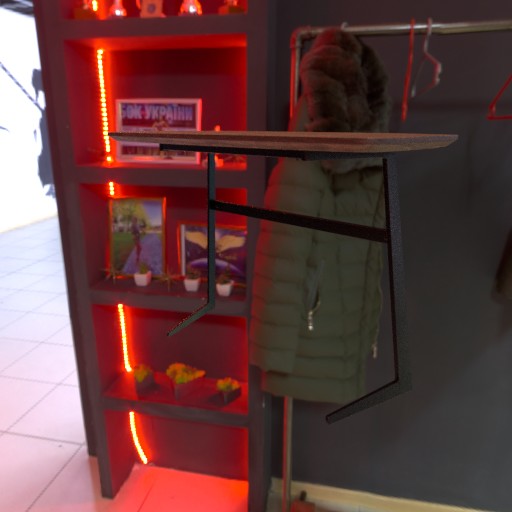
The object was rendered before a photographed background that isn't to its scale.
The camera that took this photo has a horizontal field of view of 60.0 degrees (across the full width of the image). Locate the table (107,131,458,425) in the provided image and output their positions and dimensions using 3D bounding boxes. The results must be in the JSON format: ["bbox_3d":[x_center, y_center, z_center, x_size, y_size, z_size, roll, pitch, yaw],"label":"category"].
[{"bbox_3d":[0.000,0.000,1.077,0.804,0.576,0.361,15,22,42],"label":"table"}]
